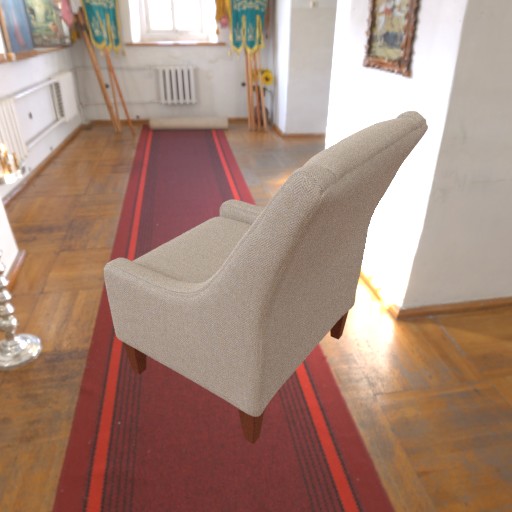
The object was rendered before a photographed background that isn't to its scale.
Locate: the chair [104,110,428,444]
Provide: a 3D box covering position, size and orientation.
[{"bbox_3d":[0.000,0.000,1.639,0.870,1.014,0.774,19,35,30],"label":"chair"}]
